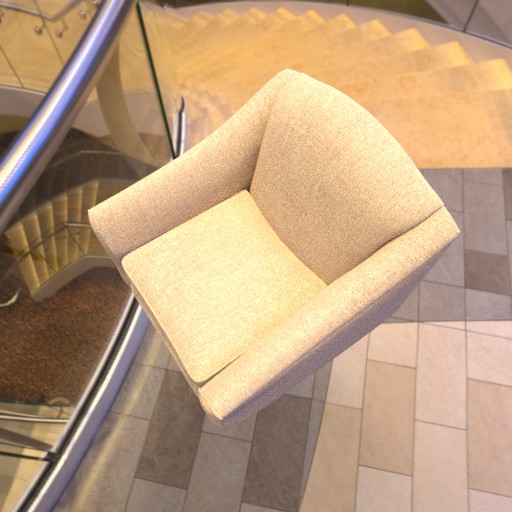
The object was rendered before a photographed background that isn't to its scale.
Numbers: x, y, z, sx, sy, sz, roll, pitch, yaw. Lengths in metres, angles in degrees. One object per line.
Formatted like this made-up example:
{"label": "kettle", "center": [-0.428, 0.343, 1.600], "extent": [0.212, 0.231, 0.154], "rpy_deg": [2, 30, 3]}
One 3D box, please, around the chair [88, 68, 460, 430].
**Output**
{"label": "chair", "center": [0.000, 0.000, 1.443], "extent": [0.787, 0.839, 0.763], "rpy_deg": [-32, 67, -15]}
